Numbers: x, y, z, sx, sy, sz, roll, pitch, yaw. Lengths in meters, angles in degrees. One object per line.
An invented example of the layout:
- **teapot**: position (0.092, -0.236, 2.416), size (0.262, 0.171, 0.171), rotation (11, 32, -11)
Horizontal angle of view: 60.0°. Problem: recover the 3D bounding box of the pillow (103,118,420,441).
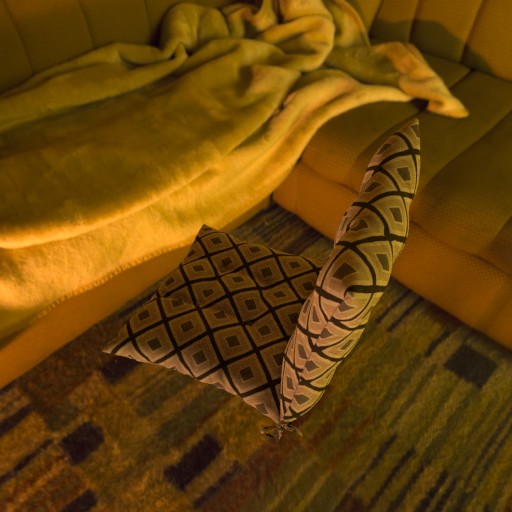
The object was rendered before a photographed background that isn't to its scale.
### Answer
- **pillow**: position (0.000, 0.000, 0.988), size (0.585, 0.536, 0.541), rotation (18, 49, 16)
